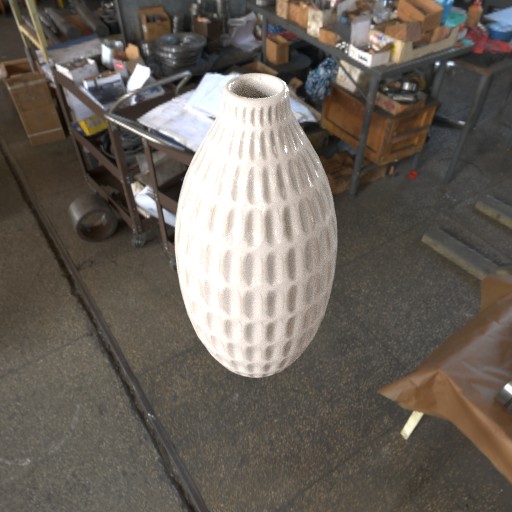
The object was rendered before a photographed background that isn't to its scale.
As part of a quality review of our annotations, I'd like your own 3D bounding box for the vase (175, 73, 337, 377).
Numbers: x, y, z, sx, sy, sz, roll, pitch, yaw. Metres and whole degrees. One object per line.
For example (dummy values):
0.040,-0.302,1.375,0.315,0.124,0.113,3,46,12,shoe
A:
0.000,0.000,0.357,0.127,0.282,0.127,0,46,0,vase
